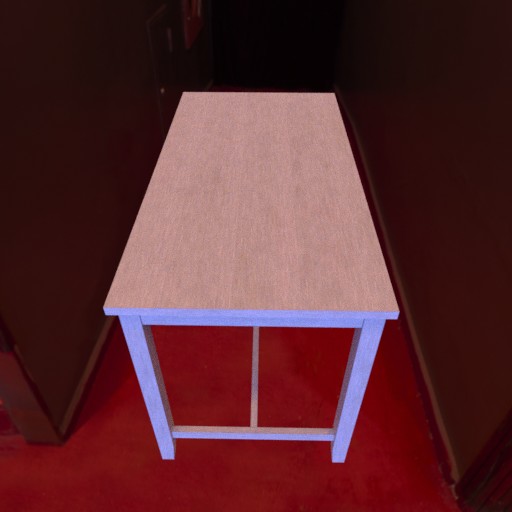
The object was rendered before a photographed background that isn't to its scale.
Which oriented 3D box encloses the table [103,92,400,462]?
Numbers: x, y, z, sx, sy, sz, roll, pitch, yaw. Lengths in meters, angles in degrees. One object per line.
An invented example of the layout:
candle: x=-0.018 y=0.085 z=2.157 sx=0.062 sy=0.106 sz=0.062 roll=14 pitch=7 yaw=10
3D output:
table: x=0.000 y=0.000 z=1.903 sx=0.729 sy=0.874 sz=1.397 roll=1 pitch=41 yaw=1
